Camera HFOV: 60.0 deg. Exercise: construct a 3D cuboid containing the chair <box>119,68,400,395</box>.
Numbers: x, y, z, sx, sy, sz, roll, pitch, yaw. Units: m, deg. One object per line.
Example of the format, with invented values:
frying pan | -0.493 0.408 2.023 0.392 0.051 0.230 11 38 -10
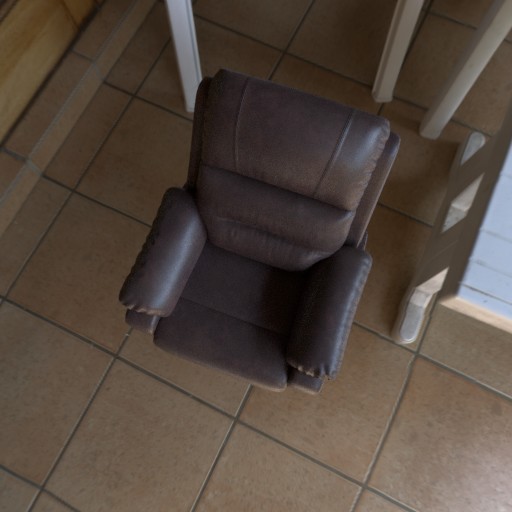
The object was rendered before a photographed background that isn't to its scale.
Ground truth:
chair | 0.000 0.000 1.718 0.855 0.992 0.919 19 76 5
